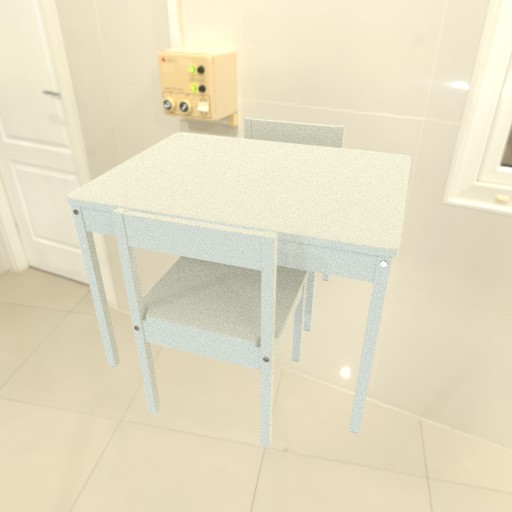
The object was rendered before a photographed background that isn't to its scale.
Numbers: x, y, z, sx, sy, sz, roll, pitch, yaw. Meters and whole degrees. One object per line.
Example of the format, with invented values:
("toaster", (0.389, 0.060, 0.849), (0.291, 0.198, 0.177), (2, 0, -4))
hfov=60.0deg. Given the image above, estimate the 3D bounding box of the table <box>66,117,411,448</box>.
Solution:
("table", (0.000, 0.000, 1.106), (0.650, 0.503, 0.672), (10, 33, 16))
